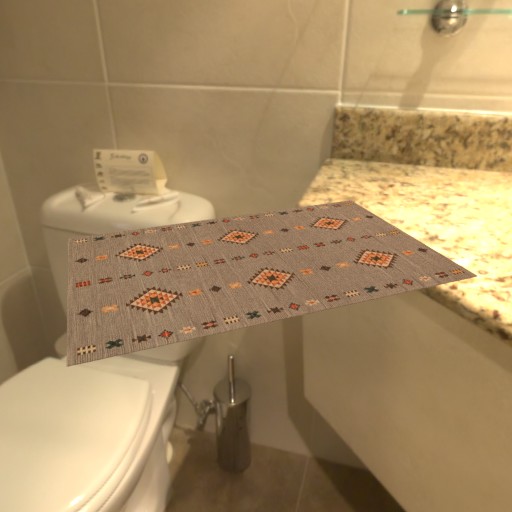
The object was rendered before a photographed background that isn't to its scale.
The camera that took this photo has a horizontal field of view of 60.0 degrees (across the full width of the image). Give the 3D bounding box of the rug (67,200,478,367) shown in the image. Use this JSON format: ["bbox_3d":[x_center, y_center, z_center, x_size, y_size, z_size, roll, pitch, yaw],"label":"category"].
[{"bbox_3d":[0.000,0.000,3.054,2.427,0.007,1.515,-10,28,-18],"label":"rug"}]
